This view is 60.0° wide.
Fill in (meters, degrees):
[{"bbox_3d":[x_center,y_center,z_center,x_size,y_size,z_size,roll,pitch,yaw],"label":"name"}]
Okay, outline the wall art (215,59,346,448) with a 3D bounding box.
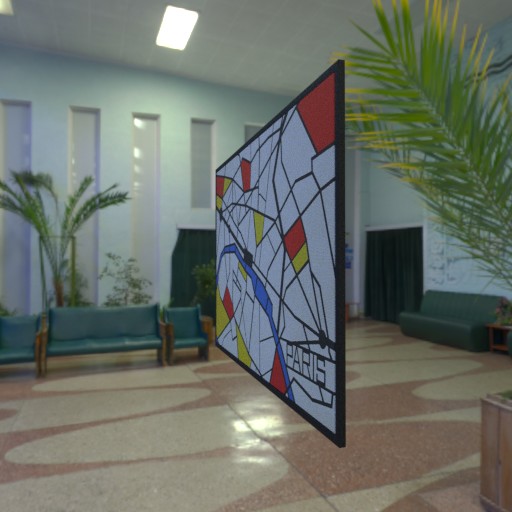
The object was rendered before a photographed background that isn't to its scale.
[{"bbox_3d":[0.000,0.000,1.218,0.013,0.665,0.963,0,-1,-18],"label":"wall art"}]
